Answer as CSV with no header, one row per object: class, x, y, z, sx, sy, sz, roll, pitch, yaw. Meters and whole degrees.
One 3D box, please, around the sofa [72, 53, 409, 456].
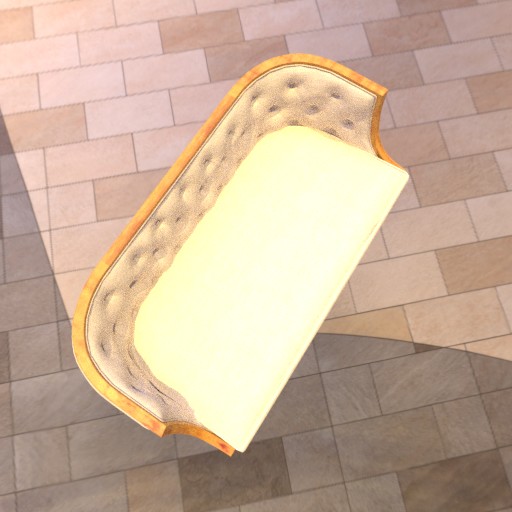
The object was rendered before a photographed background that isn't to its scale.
sofa,0.000,0.000,1.890,0.770,0.775,1.474,32,77,8
